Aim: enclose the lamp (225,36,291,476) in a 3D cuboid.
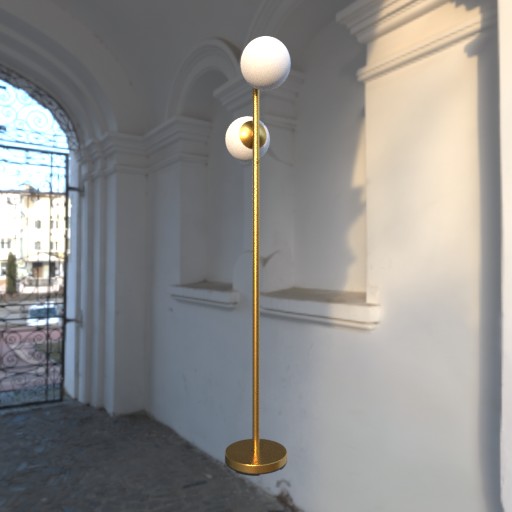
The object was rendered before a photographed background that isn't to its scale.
[{"bbox_3d":[0.000,0.000,1.781,0.249,1.641,0.419,0,-1,-19],"label":"lamp"}]
